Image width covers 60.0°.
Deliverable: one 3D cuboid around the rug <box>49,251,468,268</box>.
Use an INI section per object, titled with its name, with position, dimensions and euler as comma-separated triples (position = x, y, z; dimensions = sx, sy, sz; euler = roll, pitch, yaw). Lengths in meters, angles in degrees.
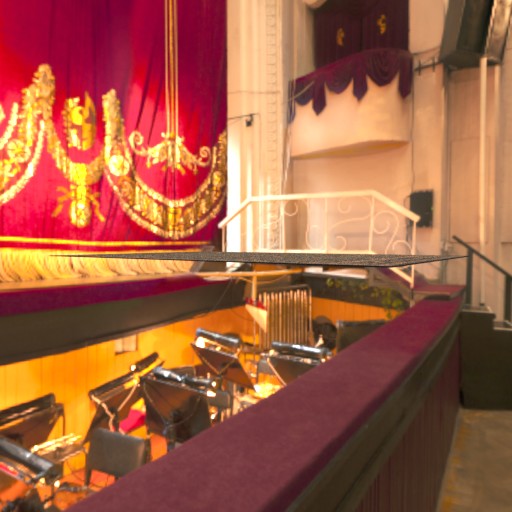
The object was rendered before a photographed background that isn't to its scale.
[rug]
position = 0.000, 0.000, 2.293
dimensions = 1.819, 0.005, 1.200
euler = 1, 2, 35
